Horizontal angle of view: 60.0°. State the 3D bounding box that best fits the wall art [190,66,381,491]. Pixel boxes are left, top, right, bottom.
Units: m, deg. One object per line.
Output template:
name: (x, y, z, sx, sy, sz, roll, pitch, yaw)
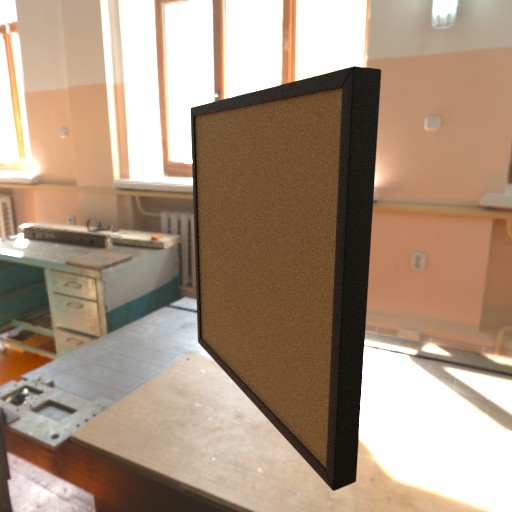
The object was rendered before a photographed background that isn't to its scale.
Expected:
wall art: (0.000, 0.000, 0.735, 0.037, 0.508, 0.508, -7, 15, -26)
